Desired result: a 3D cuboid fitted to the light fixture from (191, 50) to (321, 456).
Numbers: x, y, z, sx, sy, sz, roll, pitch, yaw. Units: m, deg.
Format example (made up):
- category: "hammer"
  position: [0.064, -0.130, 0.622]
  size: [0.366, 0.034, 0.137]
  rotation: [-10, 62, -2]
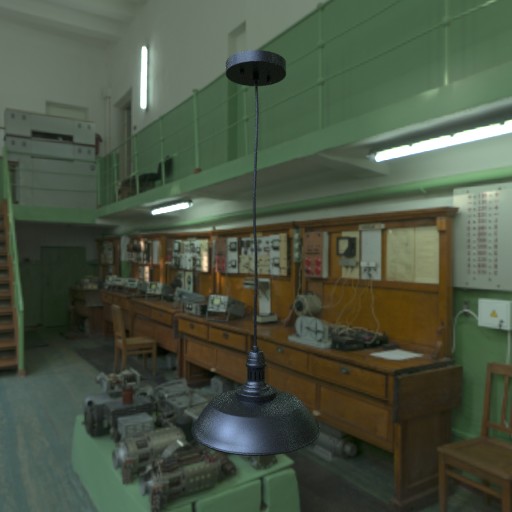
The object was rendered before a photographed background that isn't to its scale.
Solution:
- category: "light fixture"
  position: [0.000, 0.000, 1.148]
  size: [0.331, 0.993, 0.331]
  rotation: [0, 0, -36]
